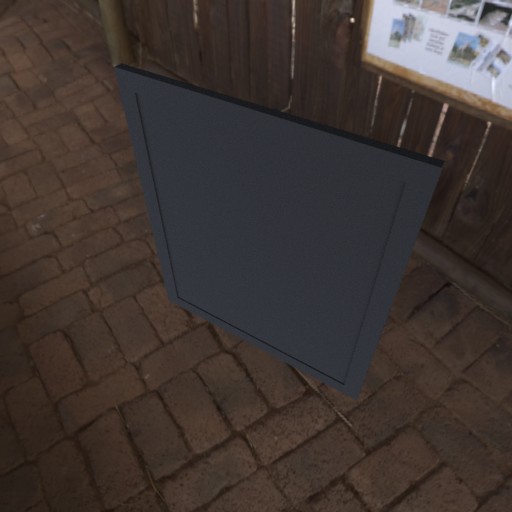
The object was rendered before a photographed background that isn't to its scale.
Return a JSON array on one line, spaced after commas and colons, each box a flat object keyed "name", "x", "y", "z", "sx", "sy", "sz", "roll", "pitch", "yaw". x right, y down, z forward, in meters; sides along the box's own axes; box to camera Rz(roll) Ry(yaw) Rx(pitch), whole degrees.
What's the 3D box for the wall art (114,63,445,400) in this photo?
[{"name": "wall art", "x": 0.000, "y": 0.000, "z": 0.500, "sx": 0.311, "sy": 0.361, "sz": 0.010, "roll": 24, "pitch": 51, "yaw": 21}]
